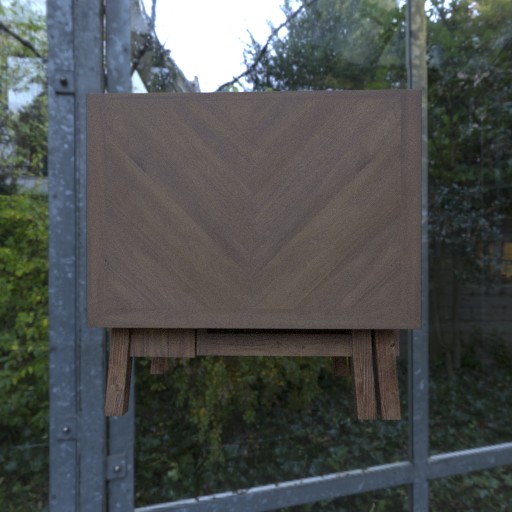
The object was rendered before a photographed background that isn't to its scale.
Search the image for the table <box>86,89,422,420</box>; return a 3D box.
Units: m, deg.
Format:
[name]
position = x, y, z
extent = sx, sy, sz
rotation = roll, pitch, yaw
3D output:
[table]
position = 0.000, 0.000, 1.619
extent = 0.967, 0.981, 0.701
rotation = 0, -1, 2
